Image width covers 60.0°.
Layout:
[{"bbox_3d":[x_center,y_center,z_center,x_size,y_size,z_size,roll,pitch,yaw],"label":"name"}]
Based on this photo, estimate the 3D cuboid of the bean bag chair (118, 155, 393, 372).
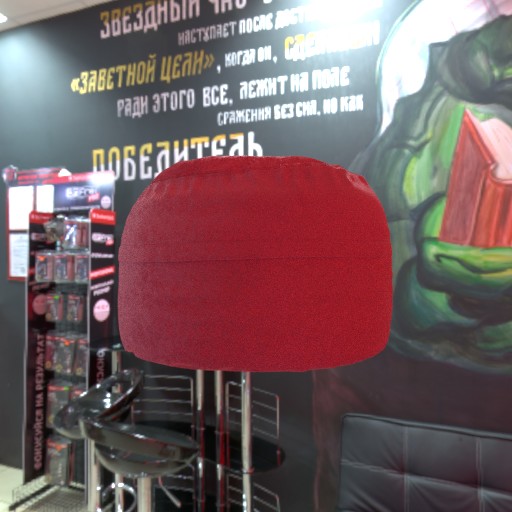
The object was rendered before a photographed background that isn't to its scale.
[{"bbox_3d":[0.000,0.000,2.058,1.218,0.788,1.218,0,0,0],"label":"bean bag chair"}]
